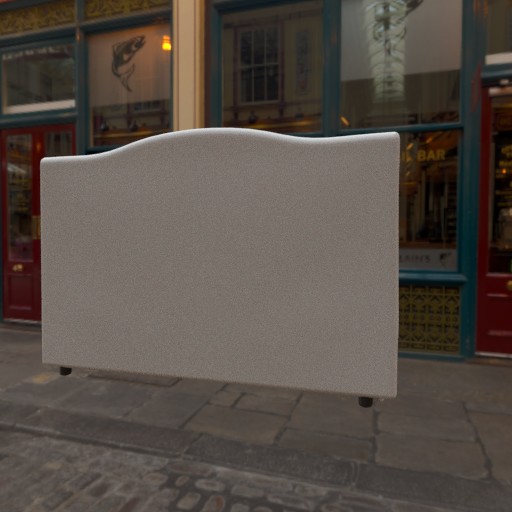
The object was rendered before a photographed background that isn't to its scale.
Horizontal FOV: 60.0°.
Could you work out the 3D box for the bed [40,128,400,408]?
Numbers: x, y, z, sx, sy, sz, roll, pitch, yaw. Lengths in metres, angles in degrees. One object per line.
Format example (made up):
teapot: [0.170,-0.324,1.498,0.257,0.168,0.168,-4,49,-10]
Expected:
bed: [0.000,0.000,3.415,2.083,1.421,2.182,0,1,17]
